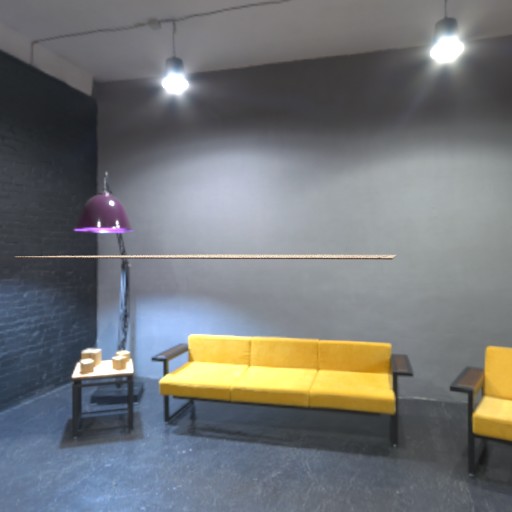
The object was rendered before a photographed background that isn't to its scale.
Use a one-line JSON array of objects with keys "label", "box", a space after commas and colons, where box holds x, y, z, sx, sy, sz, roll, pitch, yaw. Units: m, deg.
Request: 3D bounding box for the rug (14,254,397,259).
[{"label": "rug", "box": [0.000, 0.000, 4.058, 2.444, 0.012, 3.048, 0, 0, 18]}]
